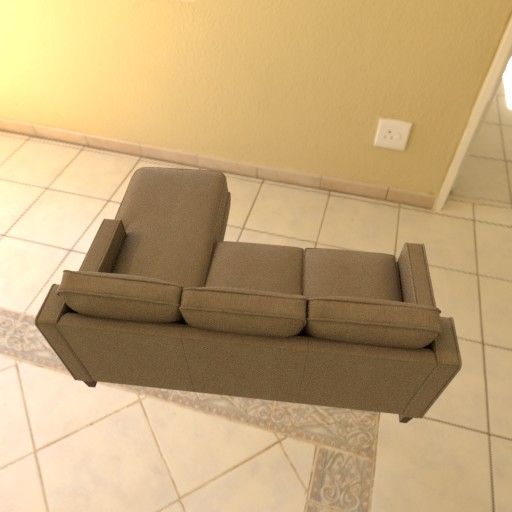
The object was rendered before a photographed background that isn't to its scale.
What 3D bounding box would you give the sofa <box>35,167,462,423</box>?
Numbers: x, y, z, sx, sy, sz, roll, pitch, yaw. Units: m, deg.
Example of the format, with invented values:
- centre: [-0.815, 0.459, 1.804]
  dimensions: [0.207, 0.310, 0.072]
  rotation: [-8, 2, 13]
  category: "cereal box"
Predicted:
- centre: [0.000, 0.000, 3.198]
  dimensions: [2.317, 1.081, 1.858]
  rotation: [5, 50, 4]
  category: "sofa"
